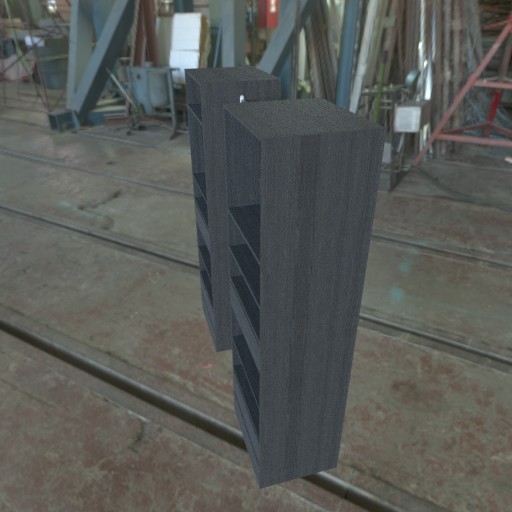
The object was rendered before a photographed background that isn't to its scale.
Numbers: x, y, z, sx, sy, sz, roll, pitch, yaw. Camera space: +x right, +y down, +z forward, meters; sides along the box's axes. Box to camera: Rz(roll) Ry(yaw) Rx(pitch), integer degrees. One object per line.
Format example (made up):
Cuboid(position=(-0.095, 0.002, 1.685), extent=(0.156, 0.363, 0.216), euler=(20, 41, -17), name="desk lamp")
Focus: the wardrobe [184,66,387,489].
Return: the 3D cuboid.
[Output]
Cuboid(position=(0.000, 0.000, 2.808), extent=(0.480, 2.000, 1.770), euler=(-9, 31, -14), name="wardrobe")
